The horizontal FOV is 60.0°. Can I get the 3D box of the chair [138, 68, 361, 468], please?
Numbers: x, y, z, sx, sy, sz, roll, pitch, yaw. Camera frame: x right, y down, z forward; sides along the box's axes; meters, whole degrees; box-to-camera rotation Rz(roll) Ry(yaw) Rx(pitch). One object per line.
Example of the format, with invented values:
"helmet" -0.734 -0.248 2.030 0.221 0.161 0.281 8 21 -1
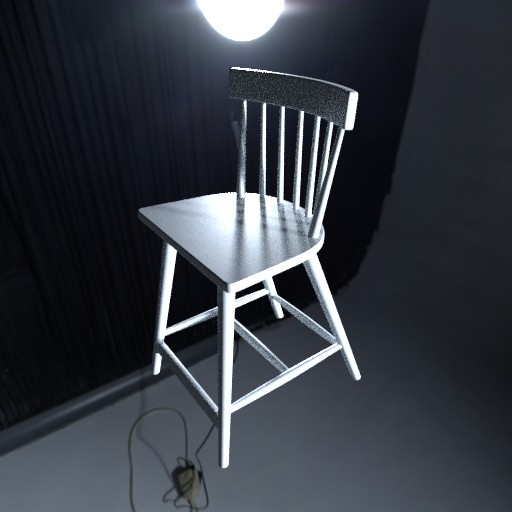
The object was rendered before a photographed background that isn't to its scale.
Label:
"chair" 0.000 0.000 1.285 0.572 0.952 0.483 -20 36 -31
